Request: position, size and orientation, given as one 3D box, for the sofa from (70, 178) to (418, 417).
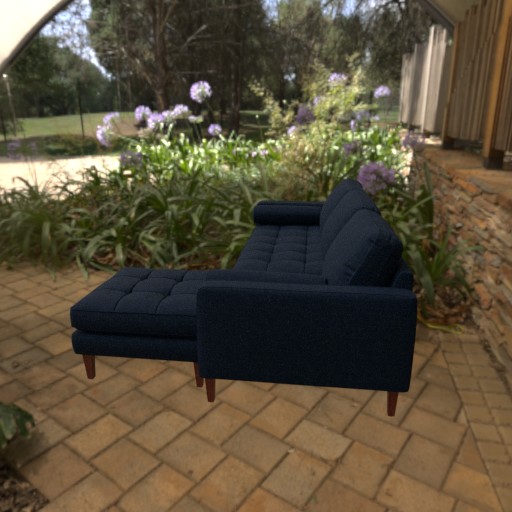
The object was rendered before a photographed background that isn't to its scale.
[{"bbox_3d":[0.000,0.000,2.953,1.613,0.841,2.185,2,17,7],"label":"sofa"}]
